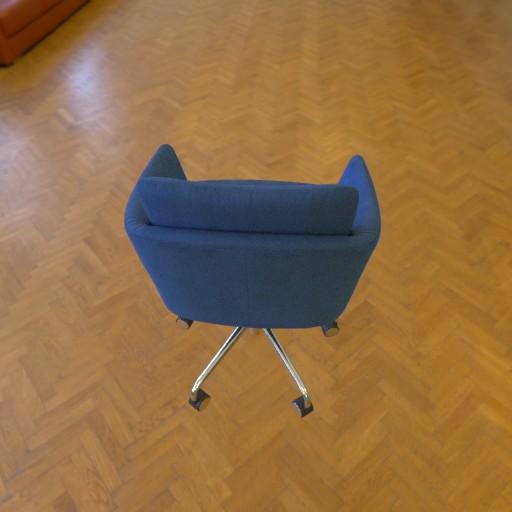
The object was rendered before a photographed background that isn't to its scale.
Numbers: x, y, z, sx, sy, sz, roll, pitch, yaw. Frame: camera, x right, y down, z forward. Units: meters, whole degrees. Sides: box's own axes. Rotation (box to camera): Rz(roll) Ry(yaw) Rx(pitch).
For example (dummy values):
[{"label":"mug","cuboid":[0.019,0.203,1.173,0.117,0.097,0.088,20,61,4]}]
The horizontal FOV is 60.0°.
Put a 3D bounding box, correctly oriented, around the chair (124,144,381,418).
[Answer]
[{"label":"chair","cuboid":[0.000,0.000,1.361,0.641,0.908,0.635,3,45,3]}]
